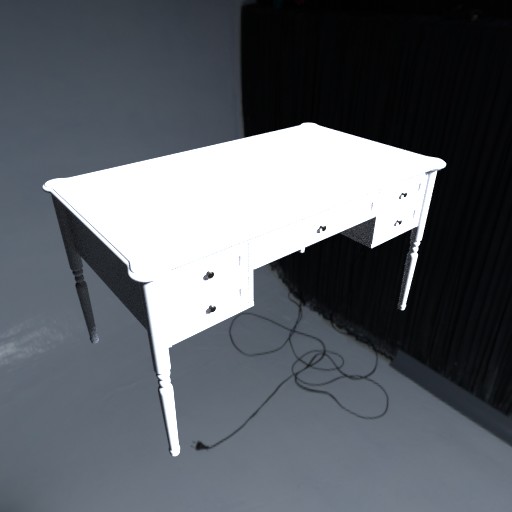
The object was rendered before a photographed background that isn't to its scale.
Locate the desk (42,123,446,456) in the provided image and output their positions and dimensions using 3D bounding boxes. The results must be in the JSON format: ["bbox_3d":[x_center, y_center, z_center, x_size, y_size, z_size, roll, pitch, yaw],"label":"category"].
[{"bbox_3d":[0.000,0.000,1.894,1.380,0.762,0.807,-22,38,-32],"label":"desk"}]
